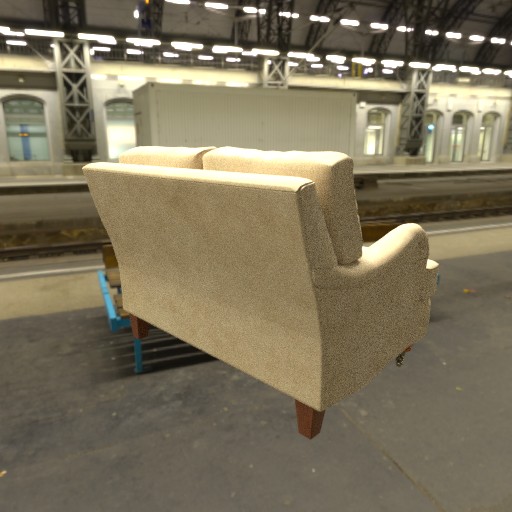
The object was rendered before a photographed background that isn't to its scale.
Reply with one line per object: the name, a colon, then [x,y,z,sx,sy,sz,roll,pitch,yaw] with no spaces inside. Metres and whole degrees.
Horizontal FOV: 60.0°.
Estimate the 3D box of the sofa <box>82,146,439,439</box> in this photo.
sofa: [0.000,0.000,2.253,1.498,1.087,1.086,14,20,43]
